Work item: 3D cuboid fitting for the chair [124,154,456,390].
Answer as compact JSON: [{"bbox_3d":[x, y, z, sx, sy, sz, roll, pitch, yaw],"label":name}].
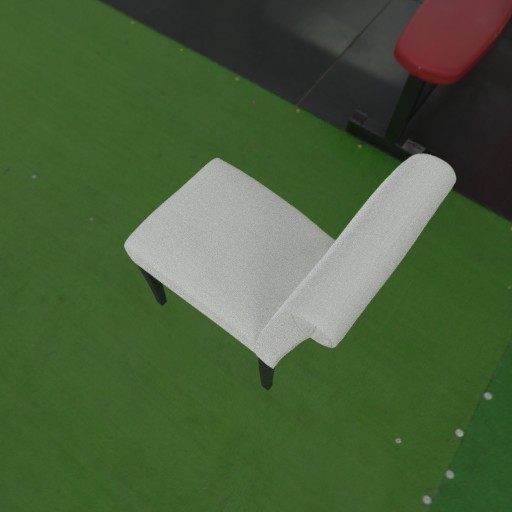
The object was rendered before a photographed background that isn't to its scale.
[{"bbox_3d":[0.000,0.000,1.332,0.708,0.976,0.452,36,69,16],"label":"chair"}]
